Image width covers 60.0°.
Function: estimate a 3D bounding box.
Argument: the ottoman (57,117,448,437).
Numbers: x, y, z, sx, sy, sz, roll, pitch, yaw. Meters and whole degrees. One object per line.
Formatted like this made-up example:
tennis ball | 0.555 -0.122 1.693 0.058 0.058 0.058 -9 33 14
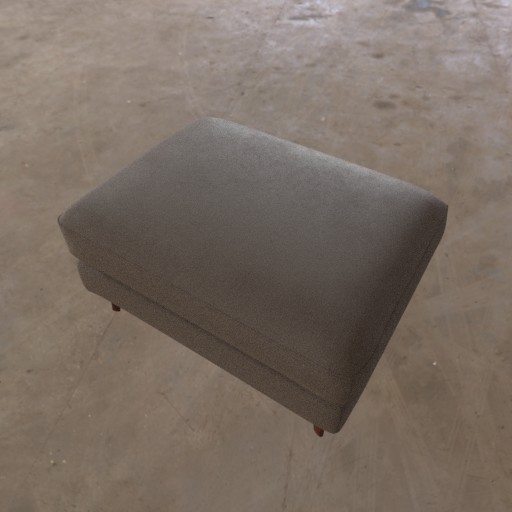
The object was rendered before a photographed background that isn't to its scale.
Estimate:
ottoman | 0.000 0.000 1.193 0.811 0.449 0.608 25 52 22
